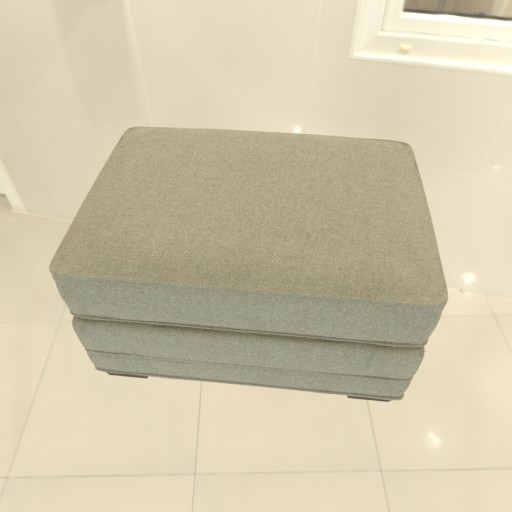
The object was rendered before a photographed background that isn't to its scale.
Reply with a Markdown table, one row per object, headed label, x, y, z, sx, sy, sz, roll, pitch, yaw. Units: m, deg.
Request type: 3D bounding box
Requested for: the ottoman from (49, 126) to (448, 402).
| label | x | y | z | sx | sy | sz | roll | pitch | yaw |
| --- | --- | --- | --- | --- | --- | --- | --- | --- | --- |
| ottoman | 0.000 | 0.000 | 1.233 | 0.848 | 0.508 | 0.611 | 4 | 47 | 4 |
